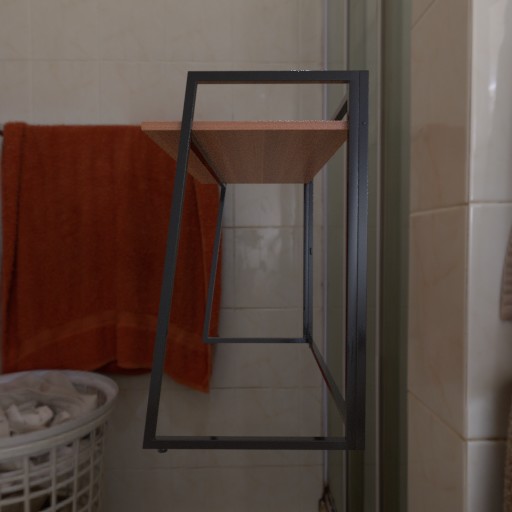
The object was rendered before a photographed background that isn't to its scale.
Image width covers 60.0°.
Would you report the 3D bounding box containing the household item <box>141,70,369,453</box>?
[{"bbox_3d":[0.000,0.000,1.516,0.510,0.860,1.050,0,2,1],"label":"household item"}]
